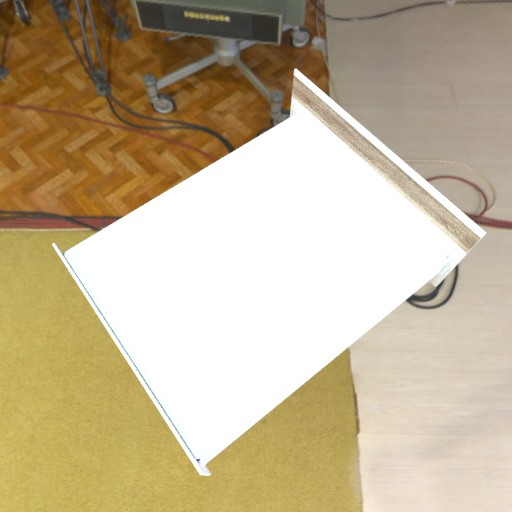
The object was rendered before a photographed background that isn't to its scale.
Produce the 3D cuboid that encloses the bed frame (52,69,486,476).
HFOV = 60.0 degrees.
[{"bbox_3d":[0.000,0.000,2.954,2.060,0.800,1.720,-35,68,-16],"label":"bed frame"}]
